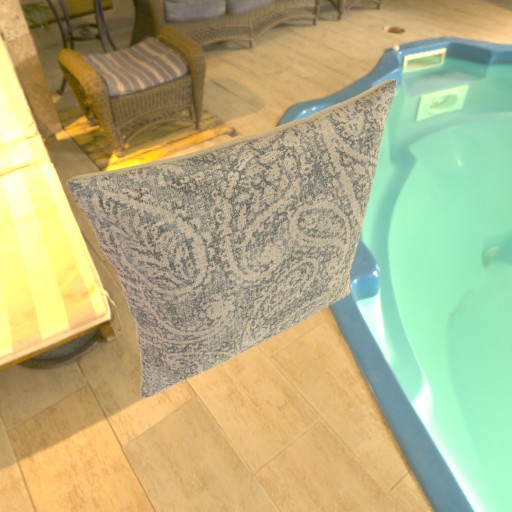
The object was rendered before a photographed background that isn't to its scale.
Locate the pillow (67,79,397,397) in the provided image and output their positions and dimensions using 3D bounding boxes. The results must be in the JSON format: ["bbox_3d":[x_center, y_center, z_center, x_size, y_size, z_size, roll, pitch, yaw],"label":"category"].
[{"bbox_3d":[0.000,0.000,0.781,0.523,0.510,0.166,-24,50,-21],"label":"pillow"}]
